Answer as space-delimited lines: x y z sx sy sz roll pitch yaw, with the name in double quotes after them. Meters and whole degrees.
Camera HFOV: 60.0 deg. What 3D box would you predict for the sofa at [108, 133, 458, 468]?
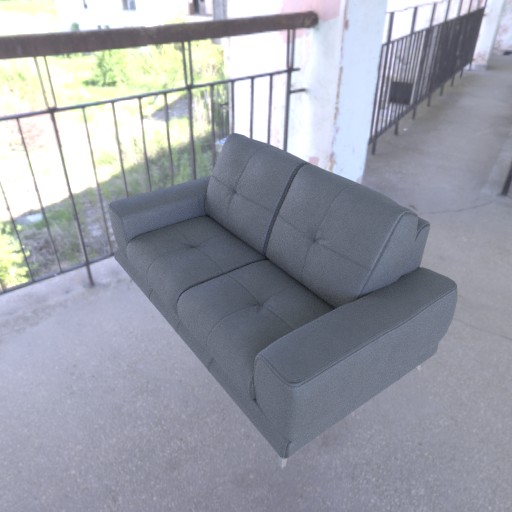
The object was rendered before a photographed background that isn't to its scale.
0.000 0.000 2.382 1.018 0.907 1.806 -21 39 -30 "sofa"
